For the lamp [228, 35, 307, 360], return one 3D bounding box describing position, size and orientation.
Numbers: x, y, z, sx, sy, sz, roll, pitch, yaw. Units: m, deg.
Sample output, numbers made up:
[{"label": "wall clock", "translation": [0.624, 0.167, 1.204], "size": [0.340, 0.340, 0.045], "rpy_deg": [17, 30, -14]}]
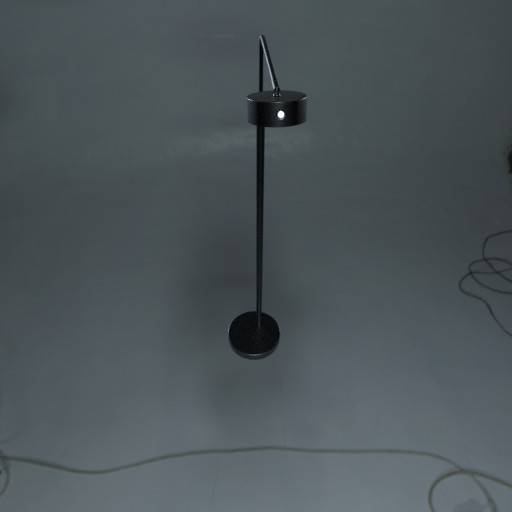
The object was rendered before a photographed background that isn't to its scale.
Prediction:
[{"label": "lamp", "translation": [0.000, 0.000, 1.380], "size": [0.219, 1.230, 0.418], "rpy_deg": [-3, 47, -3]}]
